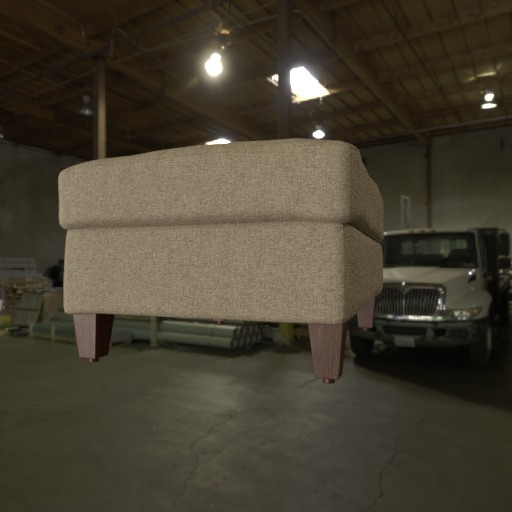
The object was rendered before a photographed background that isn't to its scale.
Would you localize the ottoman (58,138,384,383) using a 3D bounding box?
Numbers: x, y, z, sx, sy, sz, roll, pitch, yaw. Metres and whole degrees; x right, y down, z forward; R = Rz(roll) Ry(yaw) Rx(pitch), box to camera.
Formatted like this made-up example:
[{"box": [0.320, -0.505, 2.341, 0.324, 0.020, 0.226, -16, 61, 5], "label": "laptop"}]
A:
[{"box": [0.000, 0.000, 1.311, 0.692, 0.511, 0.889, 0, -1, 20], "label": "ottoman"}]
